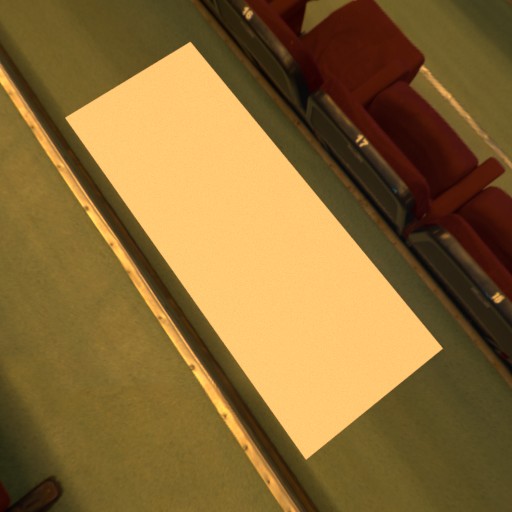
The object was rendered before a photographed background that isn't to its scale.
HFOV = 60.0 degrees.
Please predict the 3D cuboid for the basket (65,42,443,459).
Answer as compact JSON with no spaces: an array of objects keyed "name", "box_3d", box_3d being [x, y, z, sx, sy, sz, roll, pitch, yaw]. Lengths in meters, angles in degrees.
[{"name":"basket","box_3d":[0.000,0.000,1.147,0.376,0.625,0.792,-35,78,-9]}]
